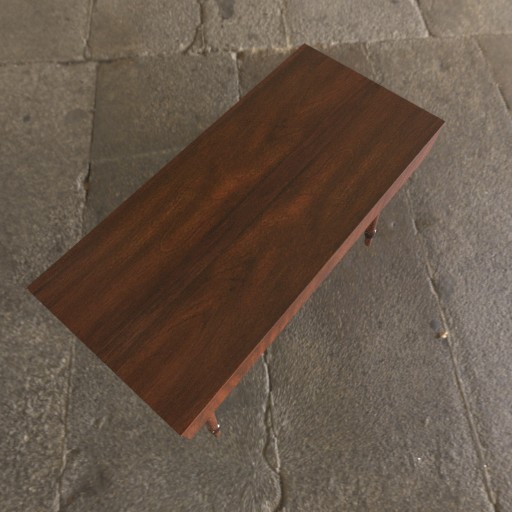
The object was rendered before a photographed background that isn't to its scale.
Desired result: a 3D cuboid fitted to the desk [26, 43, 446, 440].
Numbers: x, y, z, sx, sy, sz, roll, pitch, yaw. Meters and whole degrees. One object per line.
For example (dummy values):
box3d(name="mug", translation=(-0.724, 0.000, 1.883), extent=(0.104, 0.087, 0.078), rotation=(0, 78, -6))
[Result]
box3d(name="desk", translation=(0.000, 0.000, 2.138), extent=(0.734, 1.031, 1.577), rotation=(37, 70, 16))
